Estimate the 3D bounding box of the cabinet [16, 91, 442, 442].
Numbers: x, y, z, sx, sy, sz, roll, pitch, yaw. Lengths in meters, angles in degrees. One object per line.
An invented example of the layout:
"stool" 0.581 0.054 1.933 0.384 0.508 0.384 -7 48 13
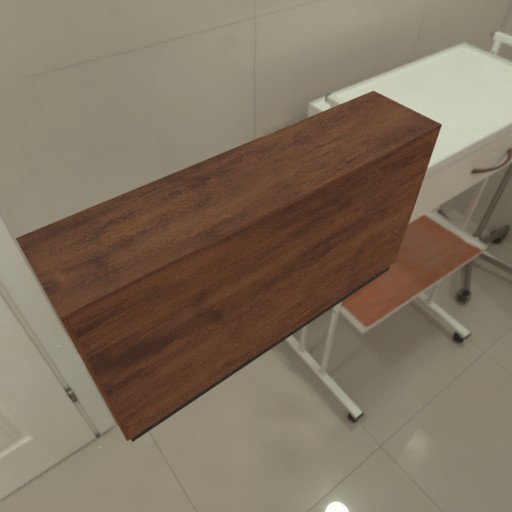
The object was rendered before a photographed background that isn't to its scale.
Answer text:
"cabinet" 0.000 0.000 1.927 1.600 0.900 0.420 -29 53 -25
